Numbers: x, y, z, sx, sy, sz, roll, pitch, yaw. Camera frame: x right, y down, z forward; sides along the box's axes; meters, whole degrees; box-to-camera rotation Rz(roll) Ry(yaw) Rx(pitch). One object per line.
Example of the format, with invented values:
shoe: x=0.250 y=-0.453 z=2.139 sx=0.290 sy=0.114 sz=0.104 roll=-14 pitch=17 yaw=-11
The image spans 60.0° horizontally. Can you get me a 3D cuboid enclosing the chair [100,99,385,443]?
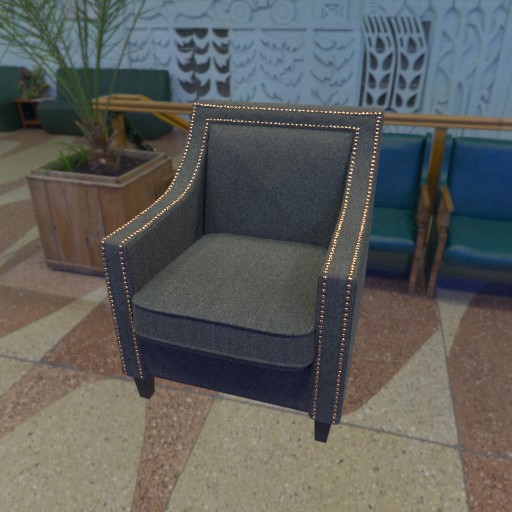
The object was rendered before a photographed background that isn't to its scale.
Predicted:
chair: x=0.000 y=0.000 z=1.633 sx=0.776 sy=0.967 sz=0.884 roll=8 pitch=29 yaw=15
